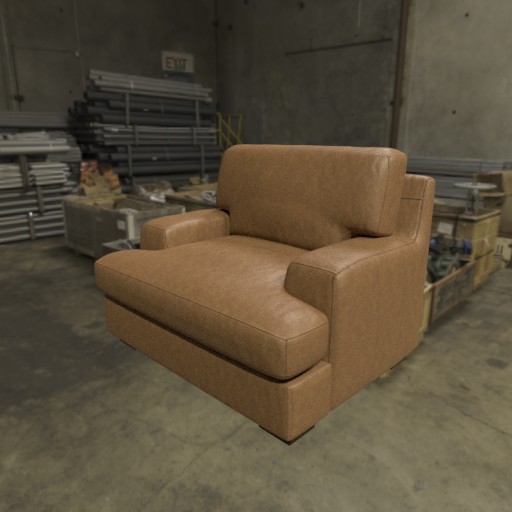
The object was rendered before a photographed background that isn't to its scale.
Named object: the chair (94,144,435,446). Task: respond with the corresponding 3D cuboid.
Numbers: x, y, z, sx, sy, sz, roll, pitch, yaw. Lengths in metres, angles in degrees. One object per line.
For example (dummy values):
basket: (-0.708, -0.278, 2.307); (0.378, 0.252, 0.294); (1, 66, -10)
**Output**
chair: (0.000, 0.000, 2.038); (1.276, 0.978, 1.050); (15, 21, 42)
